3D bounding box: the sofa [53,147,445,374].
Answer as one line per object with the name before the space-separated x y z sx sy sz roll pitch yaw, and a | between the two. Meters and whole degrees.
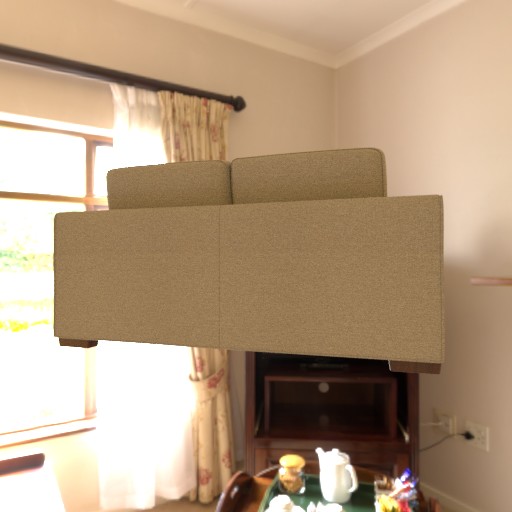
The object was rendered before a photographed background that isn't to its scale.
sofa | 0.000 0.000 2.408 1.812 0.924 1.007 0 -1 19
